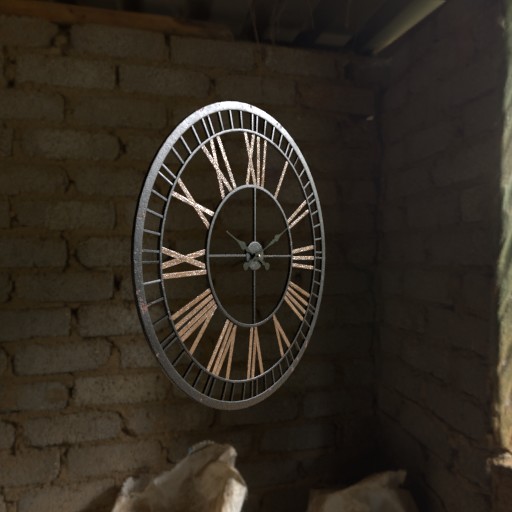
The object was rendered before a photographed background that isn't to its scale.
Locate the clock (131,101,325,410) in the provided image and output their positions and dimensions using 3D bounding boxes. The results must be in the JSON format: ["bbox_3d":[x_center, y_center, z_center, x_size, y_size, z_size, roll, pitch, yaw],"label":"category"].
[{"bbox_3d":[0.000,0.000,1.252,0.025,0.843,0.843,0,0,37],"label":"clock"}]
